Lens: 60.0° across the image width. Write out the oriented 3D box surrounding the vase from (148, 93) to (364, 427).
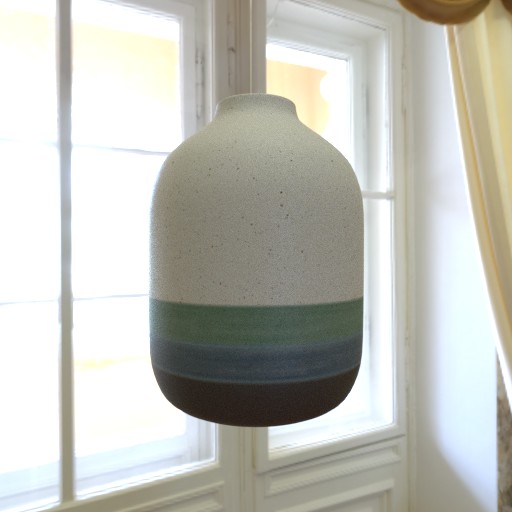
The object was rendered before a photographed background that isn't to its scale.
[{"bbox_3d":[0.000,0.000,0.358,0.169,0.240,0.169,0,1,0],"label":"vase"}]
